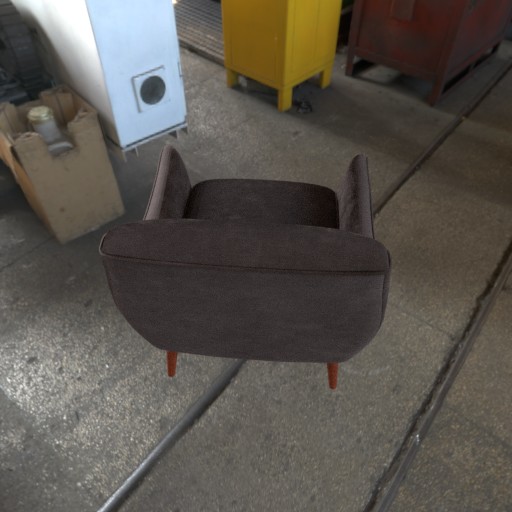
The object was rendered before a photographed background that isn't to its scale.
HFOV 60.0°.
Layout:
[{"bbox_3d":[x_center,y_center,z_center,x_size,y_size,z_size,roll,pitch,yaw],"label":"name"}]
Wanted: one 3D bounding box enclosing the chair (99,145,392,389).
[{"bbox_3d":[0.000,0.000,1.466,0.762,0.838,0.787,3,47,3],"label":"chair"}]
